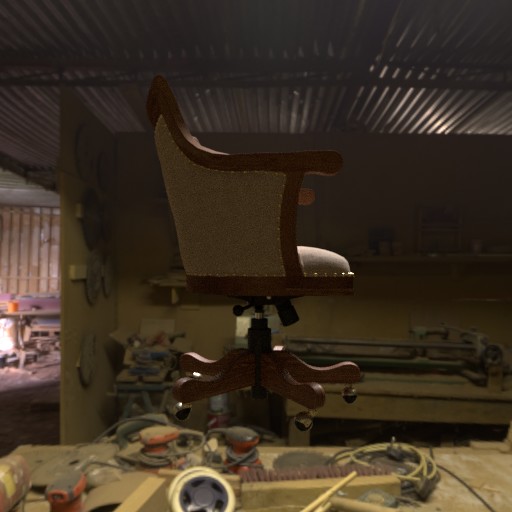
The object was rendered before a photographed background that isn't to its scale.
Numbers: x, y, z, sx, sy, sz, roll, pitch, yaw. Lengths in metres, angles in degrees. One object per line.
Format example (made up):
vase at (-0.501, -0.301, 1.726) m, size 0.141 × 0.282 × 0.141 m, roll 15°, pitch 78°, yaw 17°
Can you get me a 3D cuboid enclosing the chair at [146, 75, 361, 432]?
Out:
chair at (0.000, 0.000, 1.479) m, size 0.689 × 0.965 × 0.656 m, roll 0°, pitch -1°, yaw 1°
